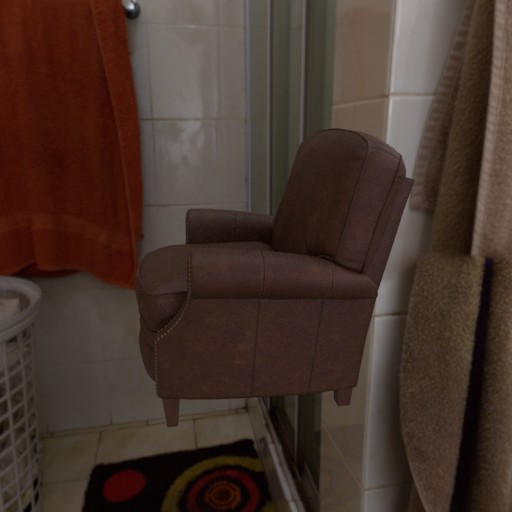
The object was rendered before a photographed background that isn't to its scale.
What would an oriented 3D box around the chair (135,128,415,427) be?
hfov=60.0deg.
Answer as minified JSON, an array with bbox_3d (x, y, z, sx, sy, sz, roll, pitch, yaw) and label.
[{"bbox_3d":[0.000,0.000,1.837,0.986,1.018,0.936,-2,16,-9],"label":"chair"}]
